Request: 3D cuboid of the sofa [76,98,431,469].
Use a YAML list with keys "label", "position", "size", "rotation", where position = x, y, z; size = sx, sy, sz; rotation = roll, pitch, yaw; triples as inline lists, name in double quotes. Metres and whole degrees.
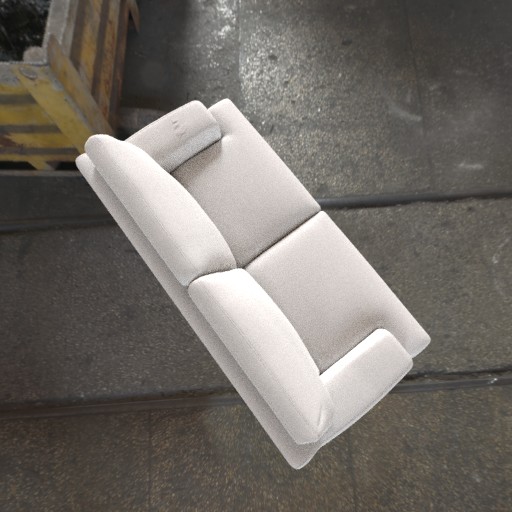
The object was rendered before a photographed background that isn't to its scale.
- label: "sofa"
  position: [0.000, 0.000, 2.835]
  size: [1.143, 0.940, 2.261]
  rotation: [-36, 78, -9]
